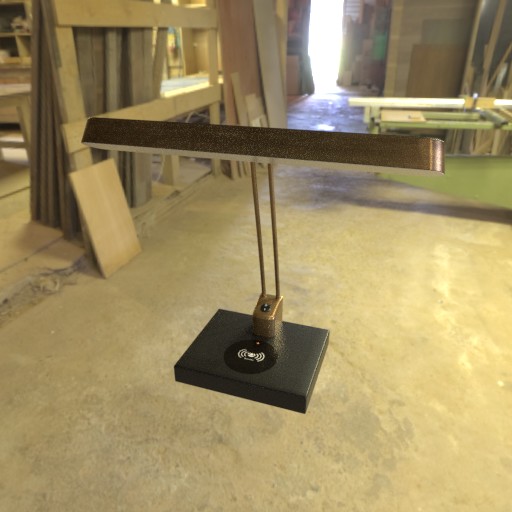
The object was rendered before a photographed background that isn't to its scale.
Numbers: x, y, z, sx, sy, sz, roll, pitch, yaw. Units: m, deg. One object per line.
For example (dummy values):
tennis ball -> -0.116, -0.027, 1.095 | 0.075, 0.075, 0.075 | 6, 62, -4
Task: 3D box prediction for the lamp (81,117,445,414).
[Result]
lamp -> 0.000, 0.000, 0.581 | 0.412, 0.345, 0.156 | 9, 27, 17
